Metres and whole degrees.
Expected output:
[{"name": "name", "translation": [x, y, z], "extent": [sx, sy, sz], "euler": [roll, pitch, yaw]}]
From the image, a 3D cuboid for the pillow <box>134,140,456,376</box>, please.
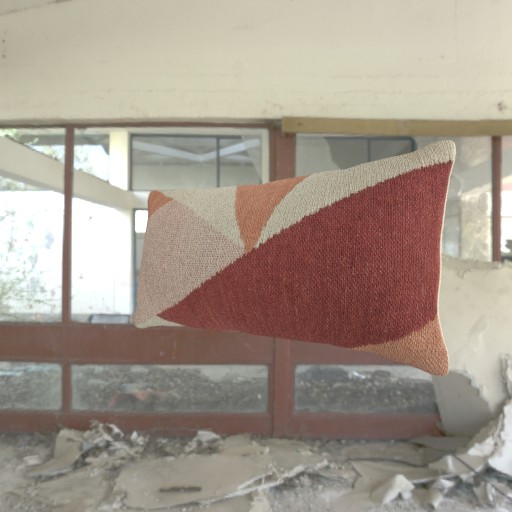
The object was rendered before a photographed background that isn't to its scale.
[{"name": "pillow", "translation": [0.000, 0.000, 0.729], "extent": [0.609, 0.292, 0.155], "euler": [-1, -1, 38]}]
